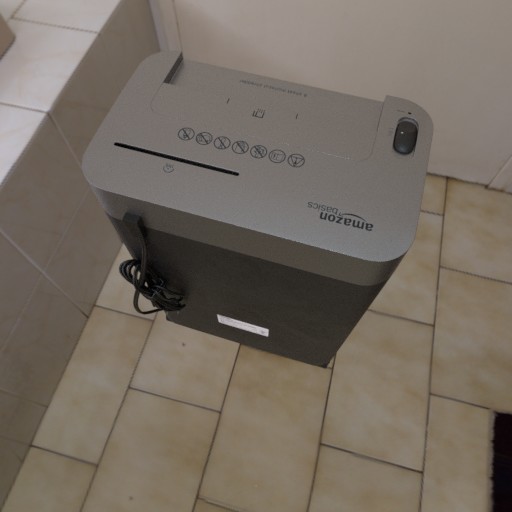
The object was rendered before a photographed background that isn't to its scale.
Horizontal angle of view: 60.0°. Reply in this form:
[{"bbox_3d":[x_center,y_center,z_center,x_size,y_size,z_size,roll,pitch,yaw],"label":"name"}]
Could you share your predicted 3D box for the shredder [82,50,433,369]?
[{"bbox_3d":[0.000,0.000,0.599,0.311,0.419,0.237,15,64,8],"label":"shredder"}]
